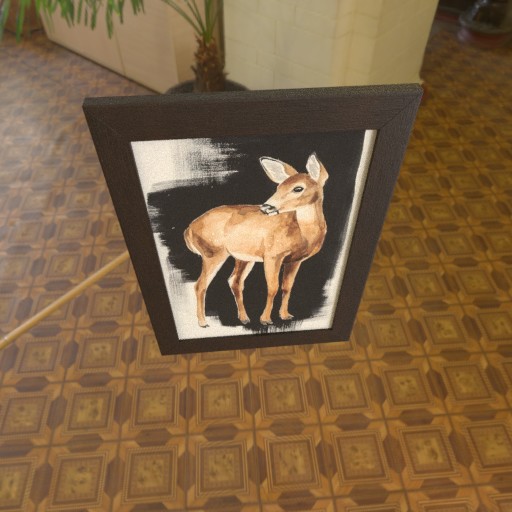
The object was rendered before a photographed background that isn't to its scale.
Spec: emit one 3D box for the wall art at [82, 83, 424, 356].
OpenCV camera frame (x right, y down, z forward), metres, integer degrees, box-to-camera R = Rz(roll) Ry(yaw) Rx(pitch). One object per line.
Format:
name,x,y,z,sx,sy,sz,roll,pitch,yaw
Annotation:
wall art,0.000,0.000,0.659,0.359,0.513,0.017,-4,48,-3
